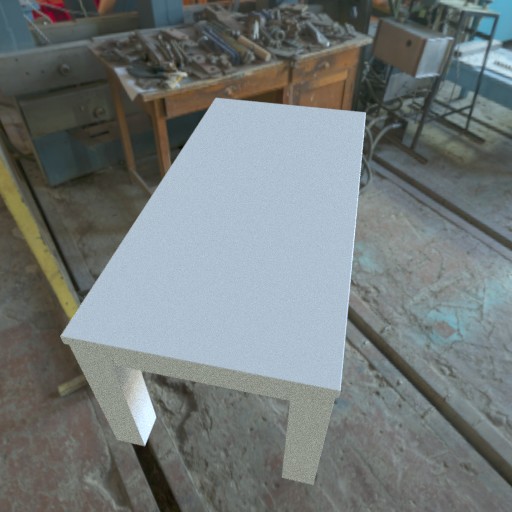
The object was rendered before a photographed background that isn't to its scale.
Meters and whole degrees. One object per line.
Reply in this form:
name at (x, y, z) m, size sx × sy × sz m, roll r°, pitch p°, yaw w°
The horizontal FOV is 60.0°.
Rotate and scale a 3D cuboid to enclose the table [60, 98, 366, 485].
table at (0.000, 0.000, 2.266) m, size 0.900 × 0.790 × 1.800 m, roll 9°, pitch 45°, yaw 9°
